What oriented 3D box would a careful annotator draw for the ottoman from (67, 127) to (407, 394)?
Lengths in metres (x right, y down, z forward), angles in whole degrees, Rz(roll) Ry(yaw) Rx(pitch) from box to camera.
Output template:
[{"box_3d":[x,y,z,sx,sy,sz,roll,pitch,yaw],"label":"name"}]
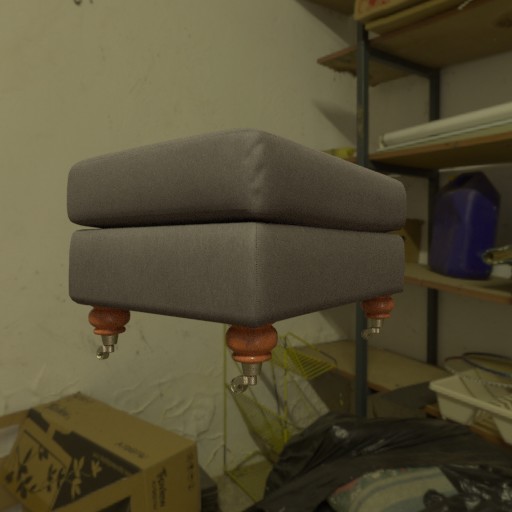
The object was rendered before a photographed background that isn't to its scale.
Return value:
[{"box_3d":[0.000,0.000,1.164,0.574,0.497,0.773,1,1,36],"label":"ottoman"}]
